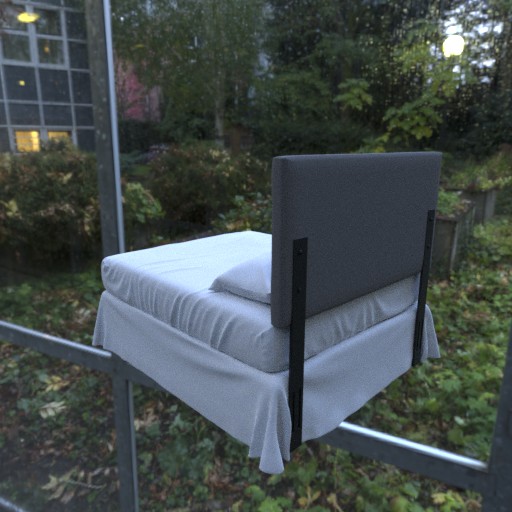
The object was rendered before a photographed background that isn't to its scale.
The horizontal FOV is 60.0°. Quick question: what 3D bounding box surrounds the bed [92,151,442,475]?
[{"bbox_3d":[0.000,0.000,3.422,1.936,1.577,2.222,-13,19,-42],"label":"bed"}]
